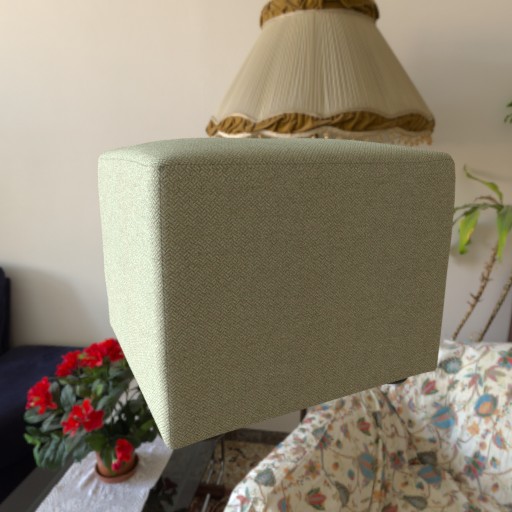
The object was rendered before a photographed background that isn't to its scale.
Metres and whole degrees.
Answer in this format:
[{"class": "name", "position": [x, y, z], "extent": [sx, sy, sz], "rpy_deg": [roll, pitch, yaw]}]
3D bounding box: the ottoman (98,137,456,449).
[{"class": "ottoman", "position": [0.000, 0.000, 0.881], "extent": [0.521, 0.453, 0.512], "rpy_deg": [-7, 16, -26]}]
